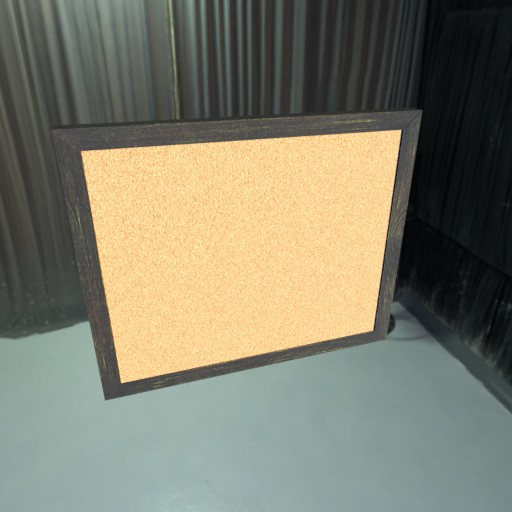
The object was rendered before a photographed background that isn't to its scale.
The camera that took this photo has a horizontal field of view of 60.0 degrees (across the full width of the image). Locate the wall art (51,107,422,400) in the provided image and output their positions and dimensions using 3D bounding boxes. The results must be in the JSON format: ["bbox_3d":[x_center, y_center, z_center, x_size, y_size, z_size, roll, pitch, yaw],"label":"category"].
[{"bbox_3d":[0.000,0.000,0.756,0.558,0.457,0.032,-8,27,-16],"label":"wall art"}]
